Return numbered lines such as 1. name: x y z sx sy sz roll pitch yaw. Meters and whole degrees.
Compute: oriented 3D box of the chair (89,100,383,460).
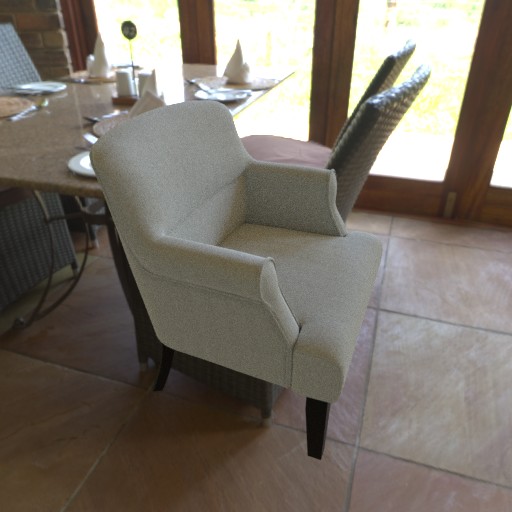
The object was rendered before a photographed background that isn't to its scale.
1. chair: 0.000 0.000 1.461 0.750 0.875 0.781 11 32 19
